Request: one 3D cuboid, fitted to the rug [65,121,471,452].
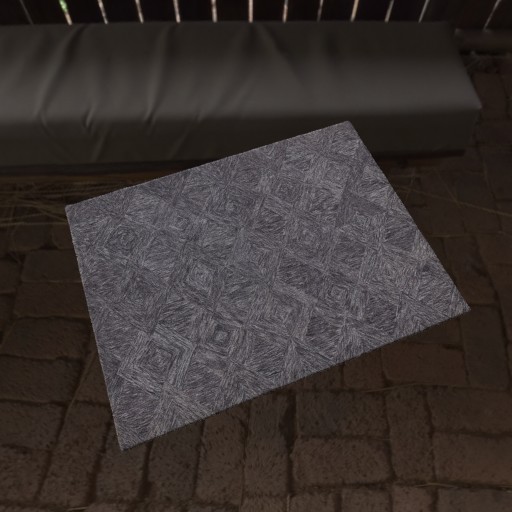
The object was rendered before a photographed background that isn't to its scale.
[{"bbox_3d":[0.000,0.000,4.224,3.204,0.017,2.448,-19,65,-9],"label":"rug"}]
